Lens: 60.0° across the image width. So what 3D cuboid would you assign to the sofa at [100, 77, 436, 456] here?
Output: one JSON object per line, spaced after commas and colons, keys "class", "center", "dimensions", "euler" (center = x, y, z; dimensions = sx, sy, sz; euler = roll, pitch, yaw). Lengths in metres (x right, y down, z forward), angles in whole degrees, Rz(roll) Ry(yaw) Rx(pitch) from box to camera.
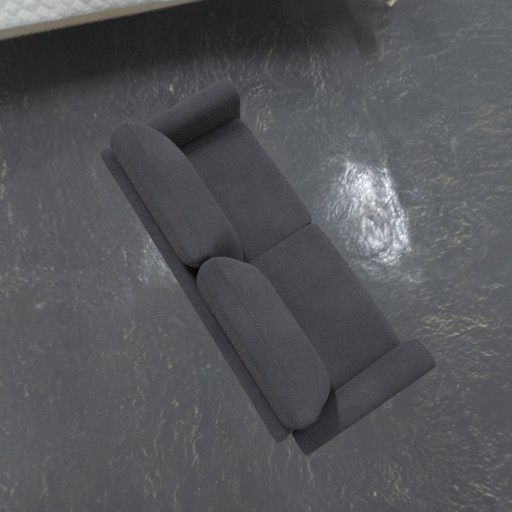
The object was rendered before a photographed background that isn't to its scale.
{"class": "sofa", "center": [0.000, 0.000, 2.413], "dimensions": [0.842, 0.942, 1.935], "euler": [-32, 77, -8]}
